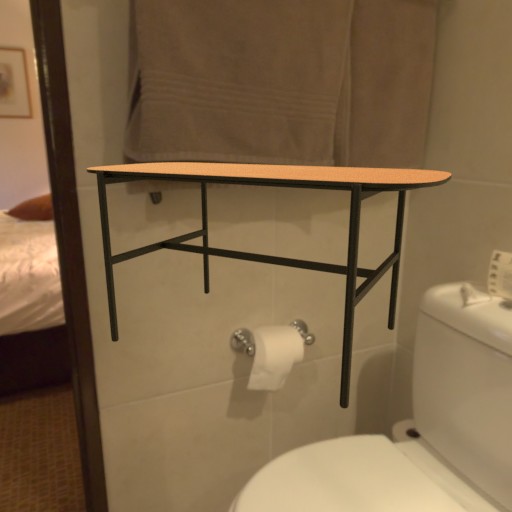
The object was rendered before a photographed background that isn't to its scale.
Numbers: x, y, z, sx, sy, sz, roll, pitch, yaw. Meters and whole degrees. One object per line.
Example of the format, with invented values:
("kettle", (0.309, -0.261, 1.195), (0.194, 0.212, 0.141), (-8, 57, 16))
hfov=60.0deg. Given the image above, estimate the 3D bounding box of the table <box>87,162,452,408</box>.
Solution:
("table", (0.000, 0.000, 1.043), (0.800, 0.400, 0.400), (8, 17, 28))
